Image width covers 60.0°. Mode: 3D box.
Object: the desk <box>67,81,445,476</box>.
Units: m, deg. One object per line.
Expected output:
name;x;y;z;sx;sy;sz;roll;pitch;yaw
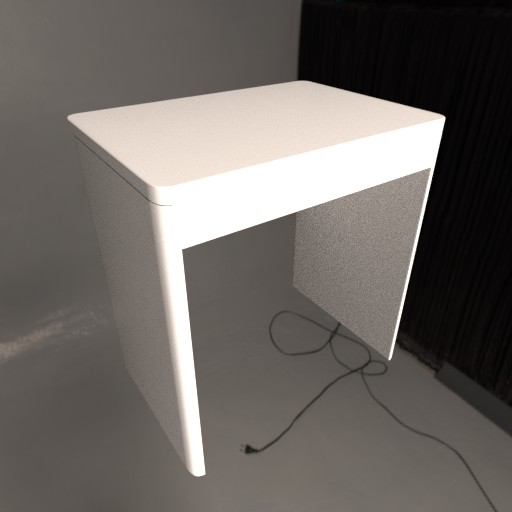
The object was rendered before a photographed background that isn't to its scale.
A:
desk;0.000;0.000;1.285;0.762;0.800;0.549;-20;38;-29
